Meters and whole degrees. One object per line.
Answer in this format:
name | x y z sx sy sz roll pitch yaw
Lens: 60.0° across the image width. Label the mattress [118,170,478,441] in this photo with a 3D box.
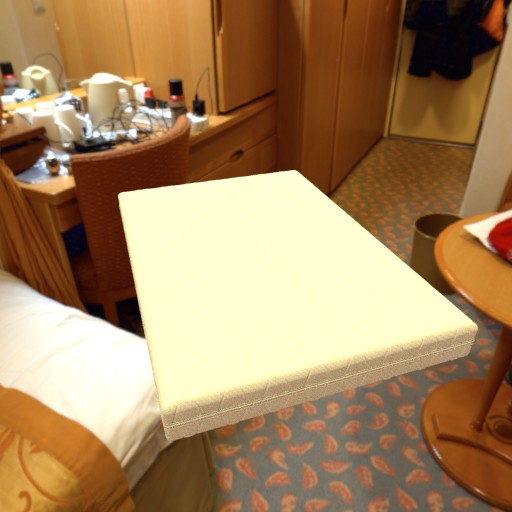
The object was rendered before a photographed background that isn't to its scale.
mattress | 0.000 0.000 2.593 1.400 0.200 2.000 -10 33 -16
